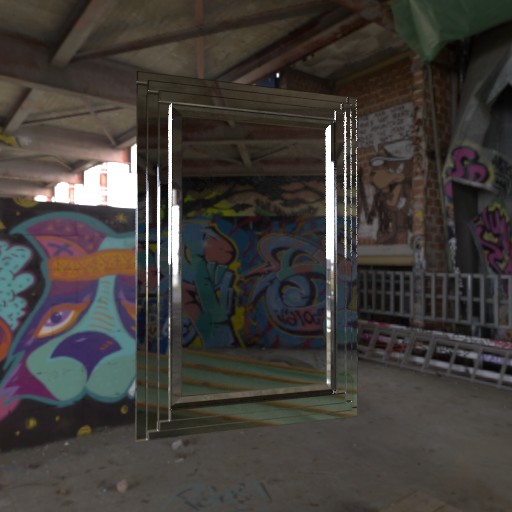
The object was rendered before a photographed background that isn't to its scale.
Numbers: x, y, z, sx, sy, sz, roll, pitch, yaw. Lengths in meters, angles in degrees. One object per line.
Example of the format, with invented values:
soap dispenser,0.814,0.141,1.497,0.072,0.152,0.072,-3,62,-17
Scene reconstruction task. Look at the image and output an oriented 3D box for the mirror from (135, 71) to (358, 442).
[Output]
mirror,0.000,0.000,1.172,0.613,0.914,0.039,0,-1,-17
